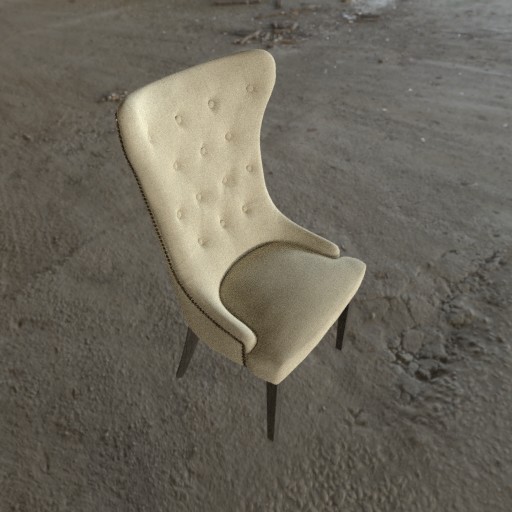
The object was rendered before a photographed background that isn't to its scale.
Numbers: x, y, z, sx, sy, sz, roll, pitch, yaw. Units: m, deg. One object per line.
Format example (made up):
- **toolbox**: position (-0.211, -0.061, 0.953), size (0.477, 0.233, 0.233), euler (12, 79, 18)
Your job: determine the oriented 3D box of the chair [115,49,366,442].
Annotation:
- **chair**: position (0.000, 0.000, 1.412), size (0.590, 1.065, 0.584), euler (26, 47, 27)
